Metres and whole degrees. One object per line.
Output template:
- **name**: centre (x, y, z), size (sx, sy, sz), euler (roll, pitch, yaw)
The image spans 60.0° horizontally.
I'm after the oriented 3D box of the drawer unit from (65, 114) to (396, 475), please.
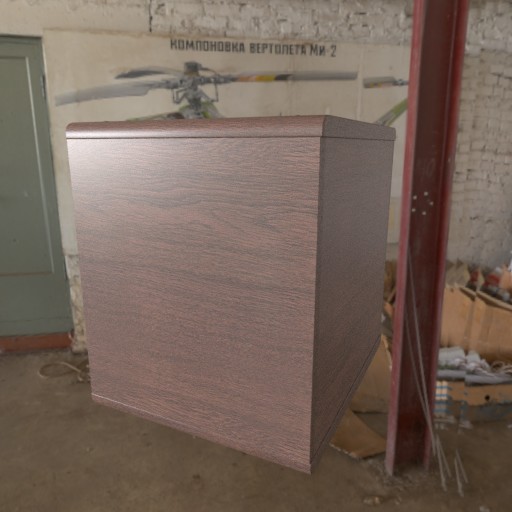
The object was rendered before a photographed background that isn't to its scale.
- **drawer unit**: centre (0.000, 0.000, 0.604), size (0.290, 0.344, 0.344), euler (7, 16, 25)
